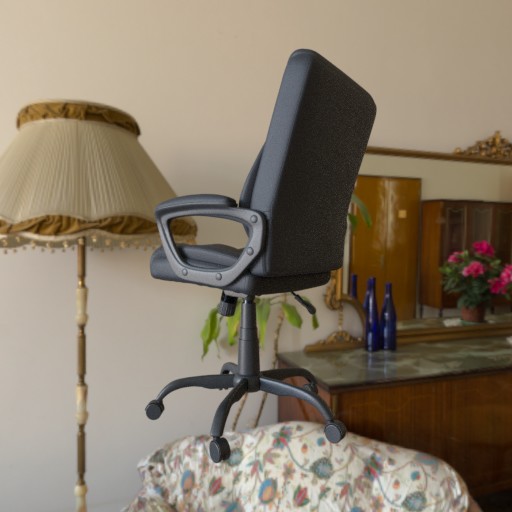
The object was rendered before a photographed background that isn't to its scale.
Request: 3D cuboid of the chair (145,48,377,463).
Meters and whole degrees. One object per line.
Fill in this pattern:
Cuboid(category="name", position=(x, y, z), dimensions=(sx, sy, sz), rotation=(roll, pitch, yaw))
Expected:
Cuboid(category="chair", position=(0.000, 0.000, 1.439), dimensions=(0.655, 1.072, 0.615), rotation=(1, 1, 35))
